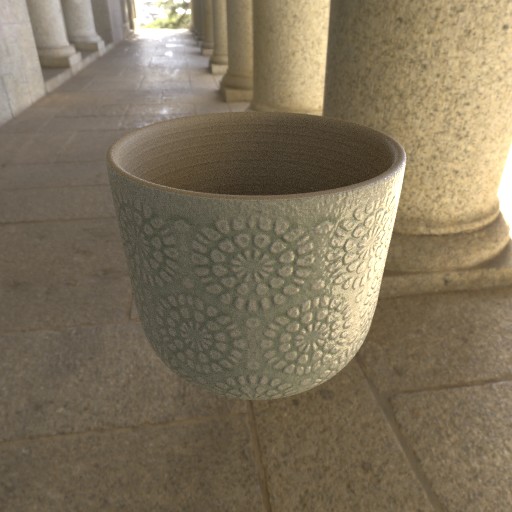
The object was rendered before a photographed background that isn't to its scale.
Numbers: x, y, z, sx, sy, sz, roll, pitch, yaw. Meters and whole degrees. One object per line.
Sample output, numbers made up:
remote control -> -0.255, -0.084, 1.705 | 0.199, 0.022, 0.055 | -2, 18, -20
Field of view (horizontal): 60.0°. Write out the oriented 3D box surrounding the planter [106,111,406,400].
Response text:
planter -> 0.000, 0.000, 0.297 | 0.169, 0.153, 0.169 | 0, 30, 0
